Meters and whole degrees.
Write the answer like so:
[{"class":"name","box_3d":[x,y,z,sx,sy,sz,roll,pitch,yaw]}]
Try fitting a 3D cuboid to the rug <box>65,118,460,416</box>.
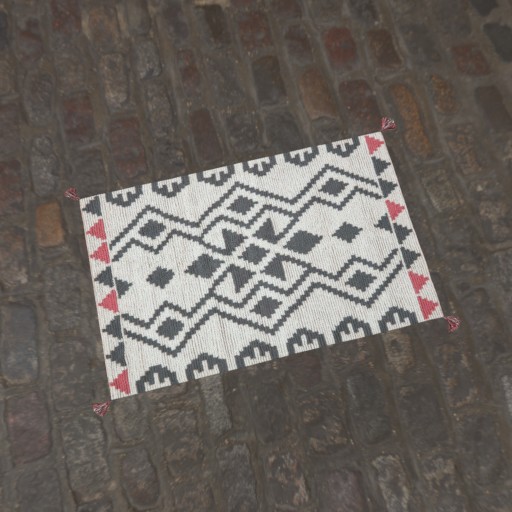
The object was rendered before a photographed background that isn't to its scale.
[{"class":"rug","box_3d":[0.000,0.000,3.291,2.672,0.066,1.741,-13,77,-3]}]
